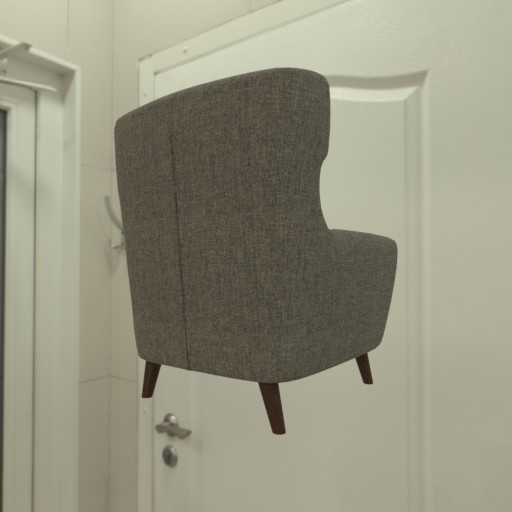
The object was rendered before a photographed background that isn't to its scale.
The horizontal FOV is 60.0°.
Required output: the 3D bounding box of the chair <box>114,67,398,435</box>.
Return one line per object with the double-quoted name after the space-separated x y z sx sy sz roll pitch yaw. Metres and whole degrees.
0.000 0.000 1.735 0.878 1.063 0.904 -1 -1 36 "chair"
